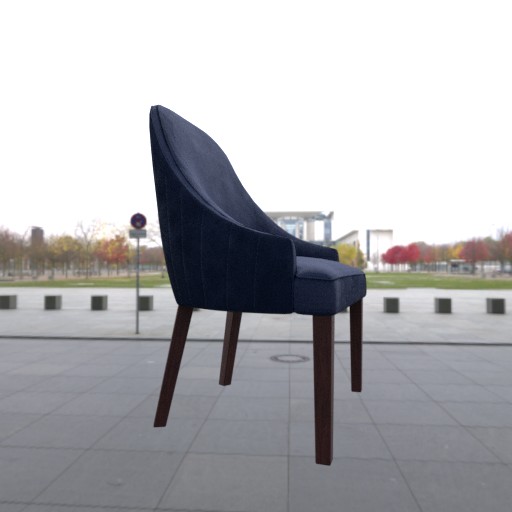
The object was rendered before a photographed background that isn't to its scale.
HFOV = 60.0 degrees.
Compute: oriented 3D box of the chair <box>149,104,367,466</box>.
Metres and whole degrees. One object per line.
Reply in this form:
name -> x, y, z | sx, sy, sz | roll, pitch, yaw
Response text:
chair -> 0.000, 0.000, 1.301 | 0.575, 0.889, 0.643 | -1, -2, 19
